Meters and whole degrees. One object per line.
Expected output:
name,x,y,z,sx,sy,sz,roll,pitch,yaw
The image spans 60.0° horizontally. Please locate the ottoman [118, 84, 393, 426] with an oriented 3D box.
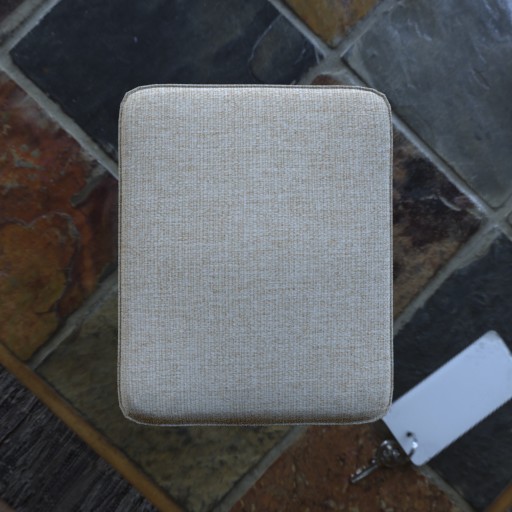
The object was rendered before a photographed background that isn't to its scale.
ottoman,0.000,0.000,1.124,0.589,0.537,0.738,0,89,-1
